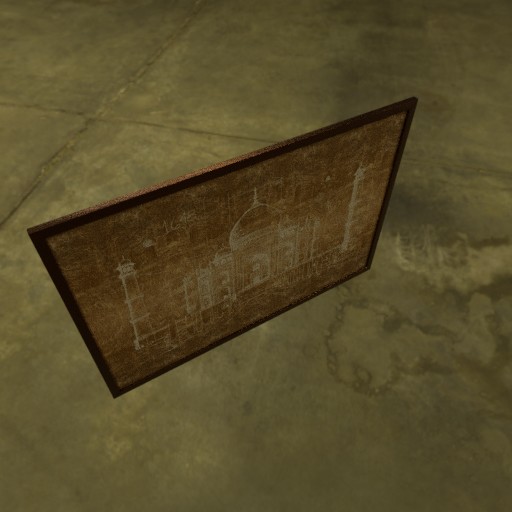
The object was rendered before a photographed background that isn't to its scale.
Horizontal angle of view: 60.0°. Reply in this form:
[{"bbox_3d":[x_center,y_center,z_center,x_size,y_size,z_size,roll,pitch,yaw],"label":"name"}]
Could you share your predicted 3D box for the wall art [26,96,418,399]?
[{"bbox_3d":[0.000,0.000,1.025,0.816,0.559,0.014,-24,51,-21],"label":"wall art"}]
